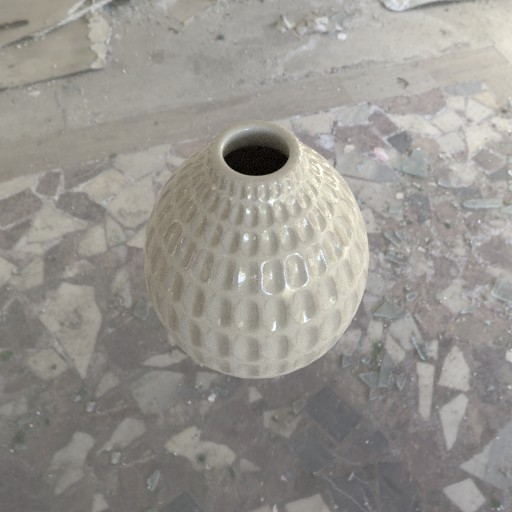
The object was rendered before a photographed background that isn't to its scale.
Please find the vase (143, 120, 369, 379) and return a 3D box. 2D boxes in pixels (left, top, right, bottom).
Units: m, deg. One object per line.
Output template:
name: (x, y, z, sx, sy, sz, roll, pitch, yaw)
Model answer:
vase: (0.000, 0.000, 0.257, 0.128, 0.167, 0.128, 0, 57, 0)
